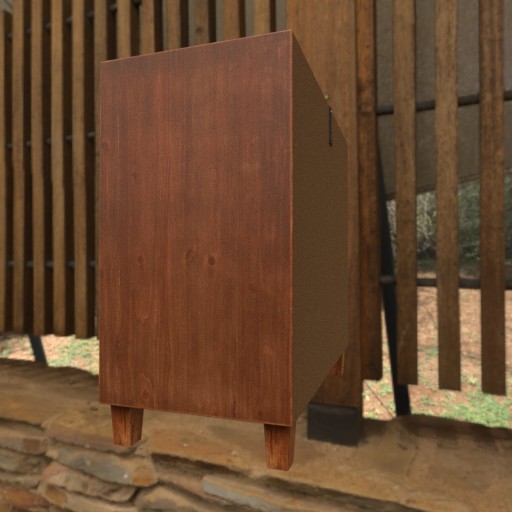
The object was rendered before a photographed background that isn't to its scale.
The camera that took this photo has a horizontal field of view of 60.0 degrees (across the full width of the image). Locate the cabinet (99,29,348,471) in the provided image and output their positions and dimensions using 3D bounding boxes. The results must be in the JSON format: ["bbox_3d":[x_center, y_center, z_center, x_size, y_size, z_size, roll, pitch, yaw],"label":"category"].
[{"bbox_3d":[0.000,0.000,1.212,0.412,0.785,0.796,0,-1,19],"label":"cabinet"}]
